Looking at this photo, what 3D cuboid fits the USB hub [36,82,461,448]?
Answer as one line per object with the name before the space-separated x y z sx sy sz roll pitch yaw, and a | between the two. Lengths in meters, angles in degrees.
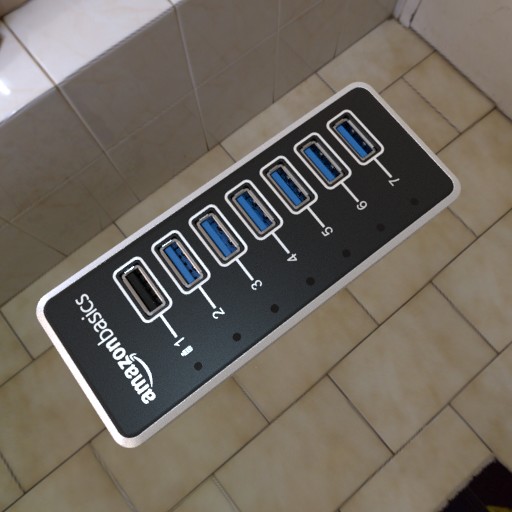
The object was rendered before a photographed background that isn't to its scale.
USB hub | 0.000 0.000 0.125 0.110 0.023 0.044 -36 79 -8
